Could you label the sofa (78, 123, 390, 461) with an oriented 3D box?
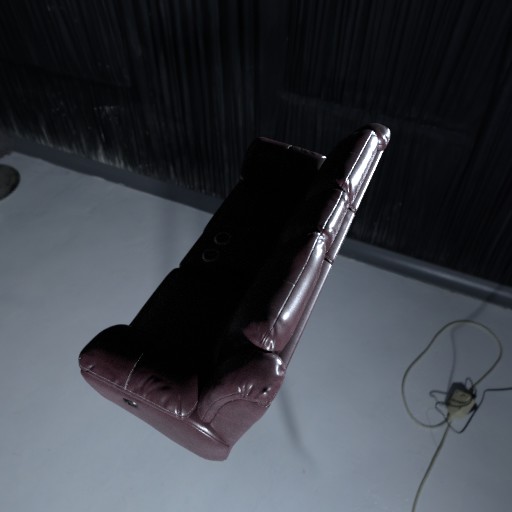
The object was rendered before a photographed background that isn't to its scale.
[{"bbox_3d":[0.000,0.000,2.582,0.991,1.043,2.058,18,50,16],"label":"sofa"}]
